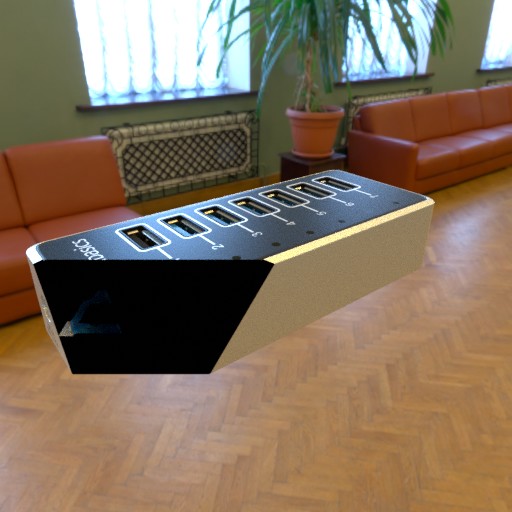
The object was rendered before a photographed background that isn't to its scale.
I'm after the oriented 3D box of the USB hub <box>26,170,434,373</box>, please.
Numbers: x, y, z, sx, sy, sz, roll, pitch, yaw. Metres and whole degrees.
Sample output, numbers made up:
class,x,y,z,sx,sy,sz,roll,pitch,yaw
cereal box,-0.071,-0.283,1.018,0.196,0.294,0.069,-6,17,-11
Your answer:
class,x,y,z,sx,sy,sz,roll,pitch,yaw
USB hub,0.000,0.000,0.127,0.110,0.023,0.044,-20,33,-33
